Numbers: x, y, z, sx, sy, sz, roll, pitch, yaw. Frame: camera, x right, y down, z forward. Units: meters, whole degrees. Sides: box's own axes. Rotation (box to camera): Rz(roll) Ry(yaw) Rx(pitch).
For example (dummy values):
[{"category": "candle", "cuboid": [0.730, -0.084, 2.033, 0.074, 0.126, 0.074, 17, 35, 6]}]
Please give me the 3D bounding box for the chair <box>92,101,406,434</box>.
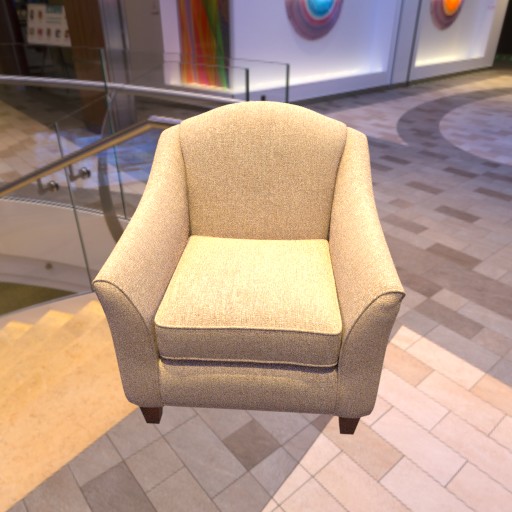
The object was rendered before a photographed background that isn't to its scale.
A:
[{"category": "chair", "cuboid": [0.000, 0.000, 1.445, 0.763, 0.839, 0.787, 2, 30, 3]}]
